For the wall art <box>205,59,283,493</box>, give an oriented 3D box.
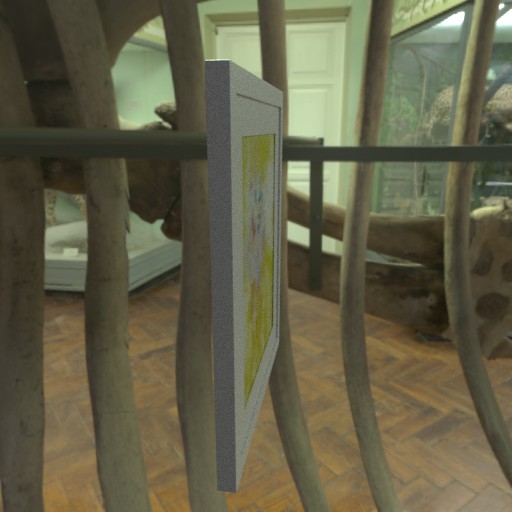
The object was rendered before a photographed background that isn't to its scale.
[{"bbox_3d":[0.000,0.000,0.754,0.028,0.556,0.454,3,16,10],"label":"wall art"}]
